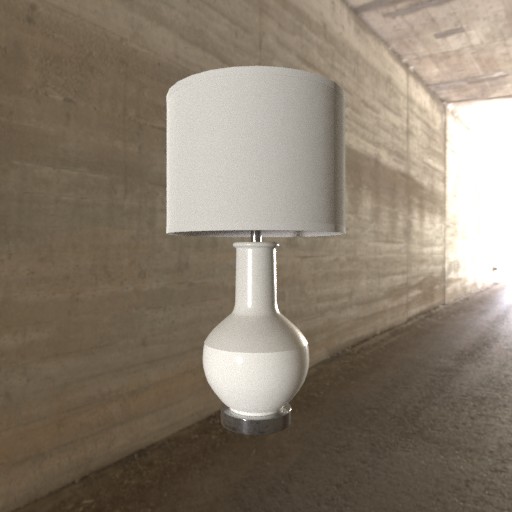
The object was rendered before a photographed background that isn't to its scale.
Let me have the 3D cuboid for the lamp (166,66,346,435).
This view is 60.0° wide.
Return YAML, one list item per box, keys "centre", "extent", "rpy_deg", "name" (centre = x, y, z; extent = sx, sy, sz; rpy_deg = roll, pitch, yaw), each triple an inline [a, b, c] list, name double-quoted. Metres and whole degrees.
- centre: [0.000, 0.000, 0.900]
  extent: [0.357, 0.673, 0.357]
  rpy_deg: [0, 1, 0]
  name: "lamp"
